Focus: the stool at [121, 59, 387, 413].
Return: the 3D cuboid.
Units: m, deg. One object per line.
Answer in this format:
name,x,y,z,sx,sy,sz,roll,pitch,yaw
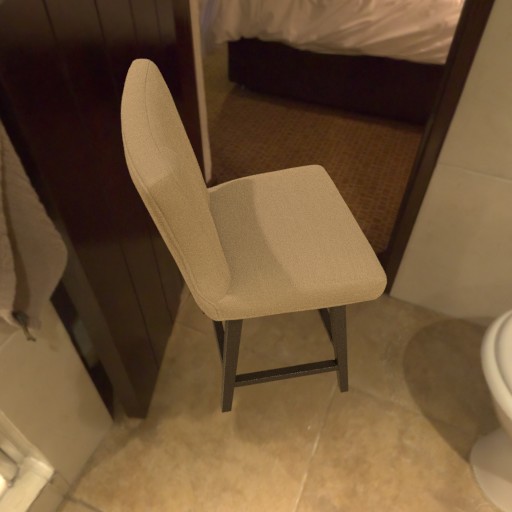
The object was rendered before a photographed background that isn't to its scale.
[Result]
stool,0.000,0.000,1.299,0.574,1.000,0.514,-10,47,-9
